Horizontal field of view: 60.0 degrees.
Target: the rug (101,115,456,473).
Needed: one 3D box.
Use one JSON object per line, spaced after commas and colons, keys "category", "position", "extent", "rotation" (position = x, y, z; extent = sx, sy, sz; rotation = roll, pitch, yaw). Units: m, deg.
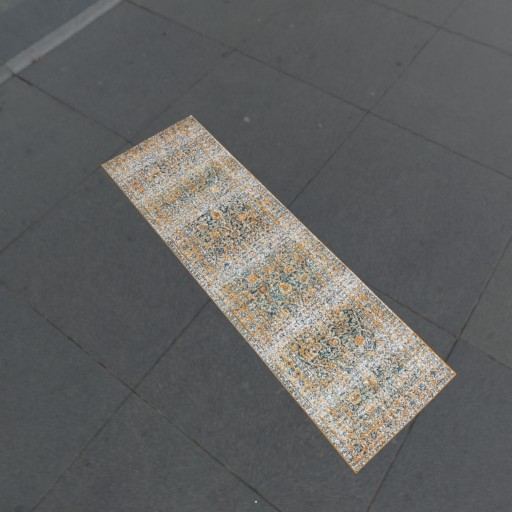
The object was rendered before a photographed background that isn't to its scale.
{"category": "rug", "position": [0.000, 0.000, 2.518], "extent": [0.704, 0.014, 2.294], "rotation": [-35, 67, -18]}
